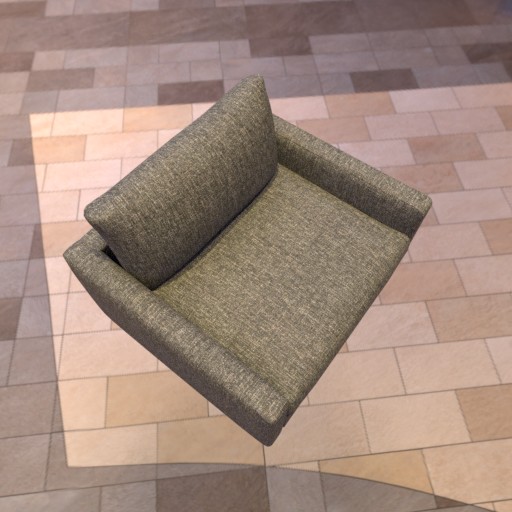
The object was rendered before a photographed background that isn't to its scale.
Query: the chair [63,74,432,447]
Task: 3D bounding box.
[{"bbox_3d":[0.000,0.000,1.626,0.866,0.861,0.963,34,65,18],"label":"chair"}]
